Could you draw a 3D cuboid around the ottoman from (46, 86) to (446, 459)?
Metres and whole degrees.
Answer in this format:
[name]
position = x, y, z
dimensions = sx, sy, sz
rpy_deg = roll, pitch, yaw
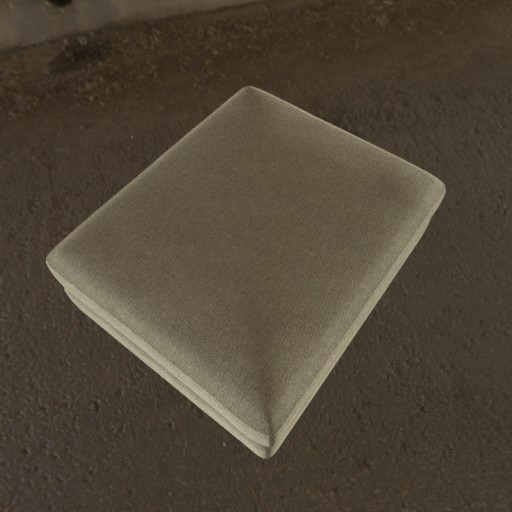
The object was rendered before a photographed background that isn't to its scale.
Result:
[ottoman]
position = 0.000, 0.000, 1.268
dimensions = 0.693, 0.474, 0.821
rpy_deg = 33, 64, 18
